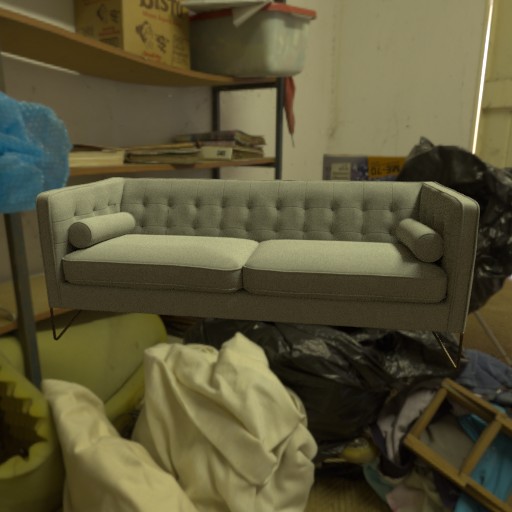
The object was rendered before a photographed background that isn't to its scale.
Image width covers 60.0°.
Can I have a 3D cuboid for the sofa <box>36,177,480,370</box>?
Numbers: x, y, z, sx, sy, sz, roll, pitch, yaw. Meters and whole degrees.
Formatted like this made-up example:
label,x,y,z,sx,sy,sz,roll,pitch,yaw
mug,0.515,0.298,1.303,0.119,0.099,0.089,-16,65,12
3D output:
label,x,y,z,sx,sy,sz,roll,pitch,yaw
sofa,0.000,0.000,2.524,2.079,0.798,0.912,2,15,9
